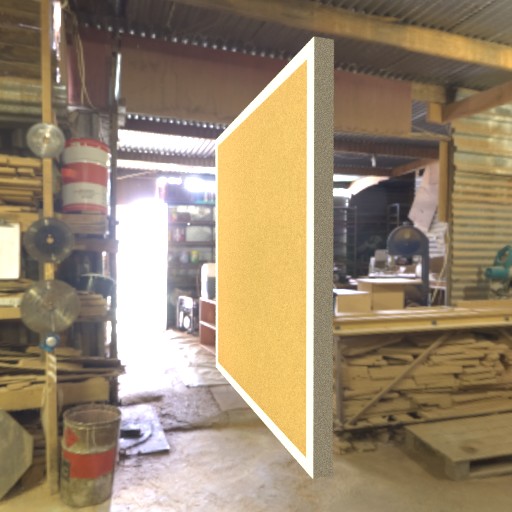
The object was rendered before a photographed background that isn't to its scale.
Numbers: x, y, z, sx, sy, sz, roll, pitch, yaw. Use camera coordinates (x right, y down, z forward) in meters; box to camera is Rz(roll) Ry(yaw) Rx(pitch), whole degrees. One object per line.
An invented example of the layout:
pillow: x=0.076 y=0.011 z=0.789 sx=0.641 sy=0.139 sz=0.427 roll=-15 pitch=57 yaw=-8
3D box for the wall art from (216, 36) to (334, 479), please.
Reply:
wall art: x=0.000 y=0.000 z=1.131 sx=0.038 sy=0.761 sz=0.763 roll=0 pitch=1 yaw=-18
